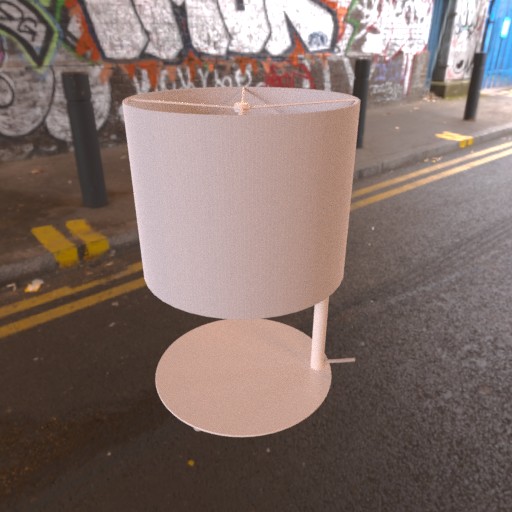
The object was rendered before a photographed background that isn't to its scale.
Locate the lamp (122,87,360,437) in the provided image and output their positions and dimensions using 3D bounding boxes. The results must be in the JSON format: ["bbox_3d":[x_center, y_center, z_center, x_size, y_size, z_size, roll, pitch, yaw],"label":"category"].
[{"bbox_3d":[0.000,0.000,0.671,0.341,0.454,0.299,0,26,-1],"label":"lamp"}]
